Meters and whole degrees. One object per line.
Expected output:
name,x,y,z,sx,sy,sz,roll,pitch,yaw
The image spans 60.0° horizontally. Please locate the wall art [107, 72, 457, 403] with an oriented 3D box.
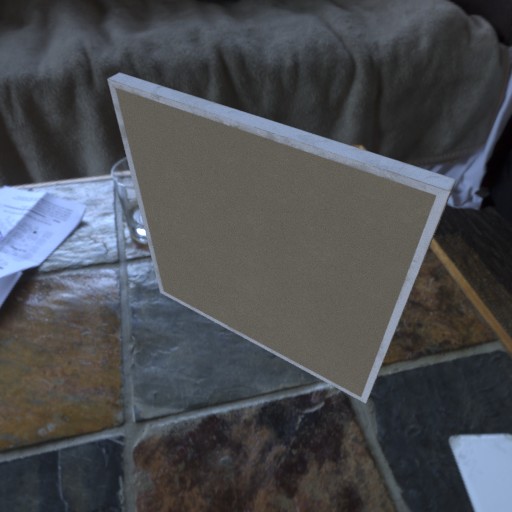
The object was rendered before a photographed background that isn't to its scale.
wall art,0.000,0.000,1.135,0.760,0.757,0.038,24,51,22
